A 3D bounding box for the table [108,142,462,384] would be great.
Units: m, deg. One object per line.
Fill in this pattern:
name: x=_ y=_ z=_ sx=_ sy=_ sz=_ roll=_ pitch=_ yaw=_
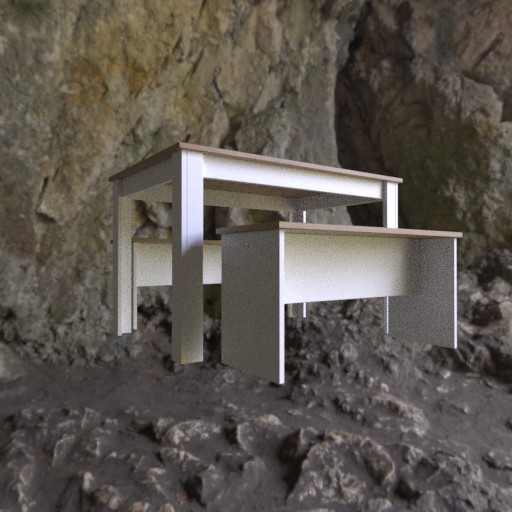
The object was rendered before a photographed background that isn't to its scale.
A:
table: x=0.000 y=0.000 z=1.990 sx=1.100 sy=0.700 sz=1.443 roll=0 pitch=-1 yaw=-35
